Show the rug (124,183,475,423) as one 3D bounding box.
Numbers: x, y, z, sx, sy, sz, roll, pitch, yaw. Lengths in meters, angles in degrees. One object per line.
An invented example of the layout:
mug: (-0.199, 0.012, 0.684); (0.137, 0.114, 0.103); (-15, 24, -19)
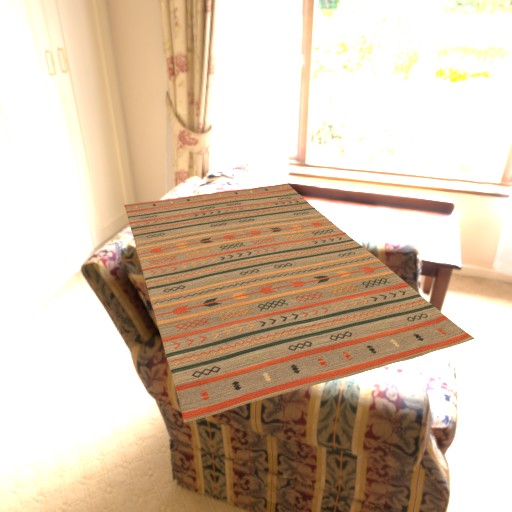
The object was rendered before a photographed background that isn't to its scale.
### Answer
rug: (0.000, 0.000, 3.068); (1.537, 0.029, 2.439); (-10, 31, -17)
